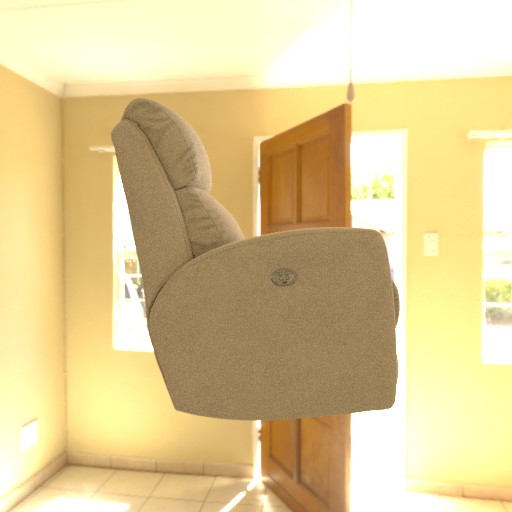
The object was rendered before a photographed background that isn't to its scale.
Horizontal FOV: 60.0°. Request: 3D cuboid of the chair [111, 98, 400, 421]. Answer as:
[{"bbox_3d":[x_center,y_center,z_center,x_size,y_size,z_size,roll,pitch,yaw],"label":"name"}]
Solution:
[{"bbox_3d":[0.000,0.000,1.701,0.940,1.021,0.794,0,1,-1],"label":"chair"}]
